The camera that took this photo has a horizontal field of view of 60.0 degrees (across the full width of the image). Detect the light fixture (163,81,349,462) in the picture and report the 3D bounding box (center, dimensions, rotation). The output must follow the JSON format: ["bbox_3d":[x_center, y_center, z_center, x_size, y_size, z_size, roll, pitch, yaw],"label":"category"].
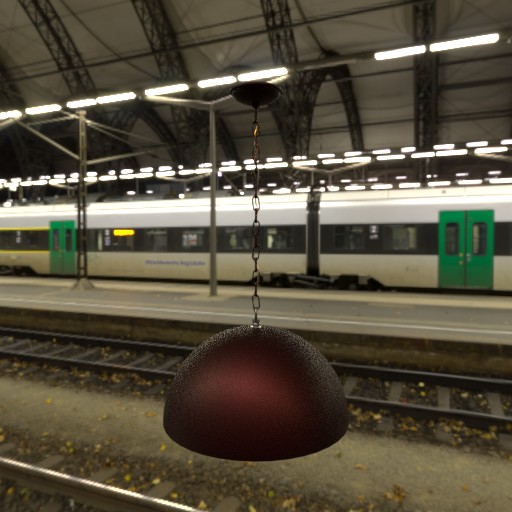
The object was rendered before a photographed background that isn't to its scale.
[{"bbox_3d":[0.000,0.000,1.181,0.492,0.869,0.492,0,2,1],"label":"light fixture"}]
